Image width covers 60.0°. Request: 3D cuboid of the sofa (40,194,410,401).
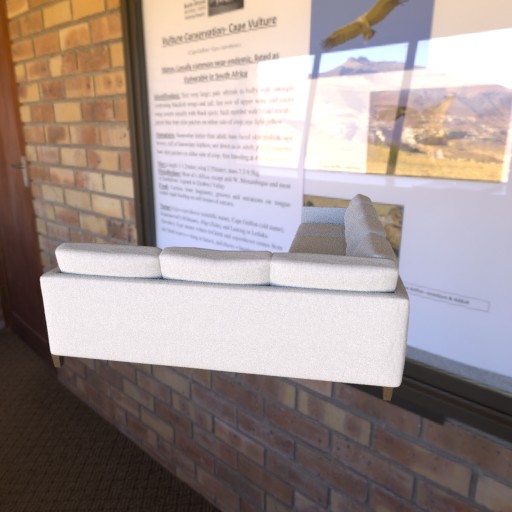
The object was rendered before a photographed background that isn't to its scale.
[{"bbox_3d":[0.000,0.000,4.477,2.522,0.934,3.333,3,16,10],"label":"sofa"}]
